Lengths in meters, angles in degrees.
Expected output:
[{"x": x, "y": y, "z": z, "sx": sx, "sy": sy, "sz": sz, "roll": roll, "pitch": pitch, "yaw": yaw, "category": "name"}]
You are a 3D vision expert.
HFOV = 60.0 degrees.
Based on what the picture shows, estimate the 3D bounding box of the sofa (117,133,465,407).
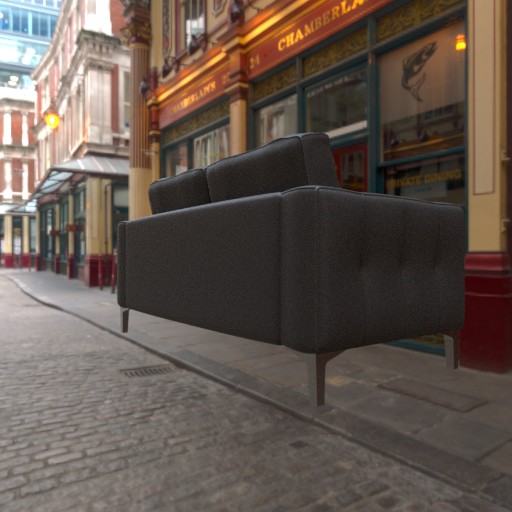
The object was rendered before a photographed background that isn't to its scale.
[{"x": 0.000, "y": 0.000, "z": 2.185, "sx": 0.833, "sy": 0.893, "sz": 1.726, "roll": 0, "pitch": -1, "yaw": -36, "category": "sofa"}]
